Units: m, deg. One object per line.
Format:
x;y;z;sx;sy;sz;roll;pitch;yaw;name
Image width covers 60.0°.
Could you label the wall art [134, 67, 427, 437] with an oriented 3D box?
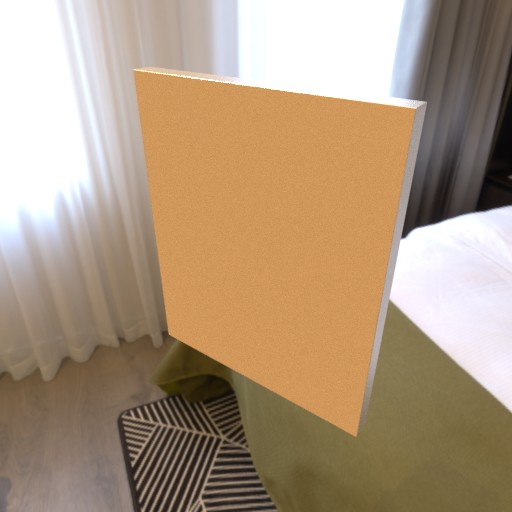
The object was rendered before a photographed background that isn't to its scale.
0.000;0.000;0.745;0.452;0.549;0.038;20;37;30;wall art
